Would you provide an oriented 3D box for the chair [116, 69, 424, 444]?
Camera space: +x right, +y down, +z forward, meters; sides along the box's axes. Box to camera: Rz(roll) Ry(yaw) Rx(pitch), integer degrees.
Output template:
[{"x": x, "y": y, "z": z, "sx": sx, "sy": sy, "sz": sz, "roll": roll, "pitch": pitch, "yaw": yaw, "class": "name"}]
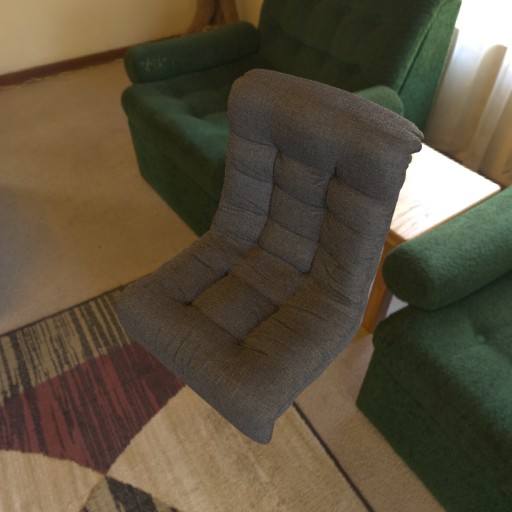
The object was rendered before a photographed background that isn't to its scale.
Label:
[{"x": 0.000, "y": 0.000, "z": 1.236, "sx": 0.597, "sy": 0.749, "sz": 0.668, "roll": 31, "pitch": 53, "yaw": 26, "class": "chair"}]
